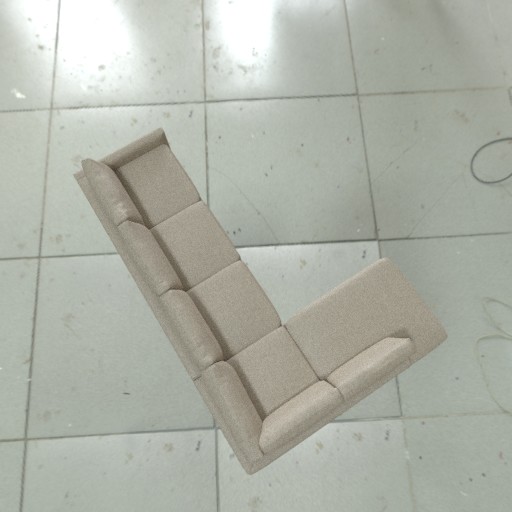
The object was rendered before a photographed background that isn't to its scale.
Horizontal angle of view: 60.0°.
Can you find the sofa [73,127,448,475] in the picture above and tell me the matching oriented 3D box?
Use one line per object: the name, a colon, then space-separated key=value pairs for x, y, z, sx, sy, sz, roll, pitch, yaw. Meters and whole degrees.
sofa: x=0.000 y=0.000 z=3.200 sx=1.617 sy=0.703 sz=2.423 roll=-32 pitch=77 yaw=-8
